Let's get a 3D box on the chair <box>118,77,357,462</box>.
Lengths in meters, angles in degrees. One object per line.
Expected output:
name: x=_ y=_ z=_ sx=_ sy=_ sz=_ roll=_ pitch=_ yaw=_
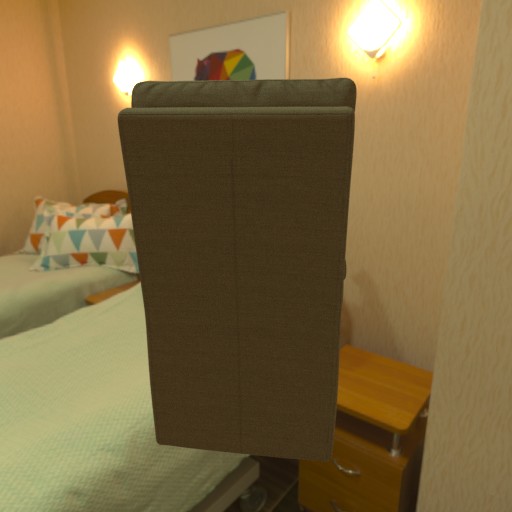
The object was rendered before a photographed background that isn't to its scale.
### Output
chair: x=0.000 y=0.000 z=1.295 sx=0.503 sy=0.927 sz=0.698 roll=2 pitch=17 yaw=8
